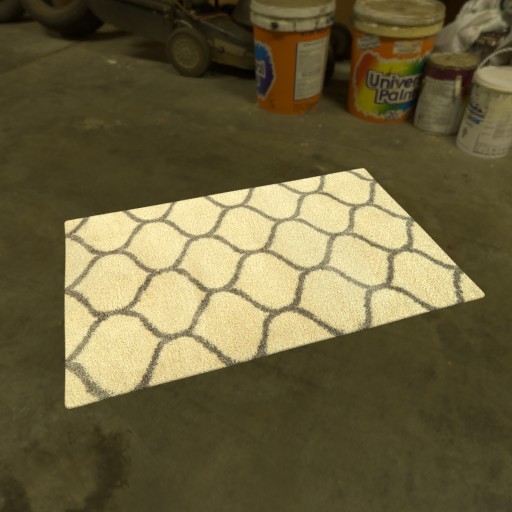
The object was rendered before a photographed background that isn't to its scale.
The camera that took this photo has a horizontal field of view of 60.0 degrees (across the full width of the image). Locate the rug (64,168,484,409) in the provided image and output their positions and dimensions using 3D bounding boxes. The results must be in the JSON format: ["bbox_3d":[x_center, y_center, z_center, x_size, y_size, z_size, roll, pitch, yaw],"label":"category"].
[{"bbox_3d":[0.000,0.000,2.857,2.348,0.024,1.501,-12,43,-13],"label":"rug"}]
